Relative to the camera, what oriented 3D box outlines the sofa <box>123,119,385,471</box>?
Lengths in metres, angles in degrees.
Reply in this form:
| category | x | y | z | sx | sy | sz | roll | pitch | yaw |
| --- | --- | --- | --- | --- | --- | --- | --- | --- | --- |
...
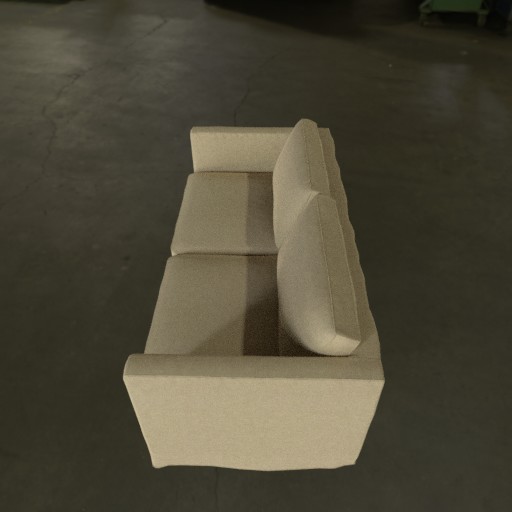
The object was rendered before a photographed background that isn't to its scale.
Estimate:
| category | x | y | z | sx | sy | sz | roll | pitch | yaw |
| --- | --- | --- | --- | --- | --- | --- | --- | --- | --- |
| sofa | 0.000 | 0.000 | 2.437 | 0.962 | 0.835 | 1.959 | 1 | 42 | 1 |
